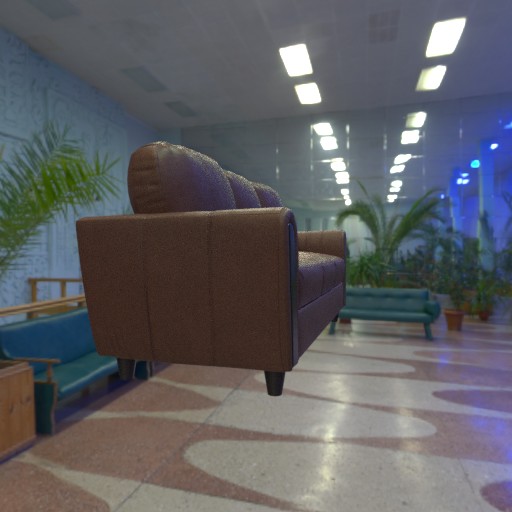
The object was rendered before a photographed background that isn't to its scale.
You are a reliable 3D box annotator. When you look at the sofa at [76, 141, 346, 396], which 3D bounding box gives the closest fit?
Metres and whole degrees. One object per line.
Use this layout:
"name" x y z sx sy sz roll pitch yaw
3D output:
"sofa" 0.000 0.000 2.355 0.802 0.915 1.862 0 1 17
